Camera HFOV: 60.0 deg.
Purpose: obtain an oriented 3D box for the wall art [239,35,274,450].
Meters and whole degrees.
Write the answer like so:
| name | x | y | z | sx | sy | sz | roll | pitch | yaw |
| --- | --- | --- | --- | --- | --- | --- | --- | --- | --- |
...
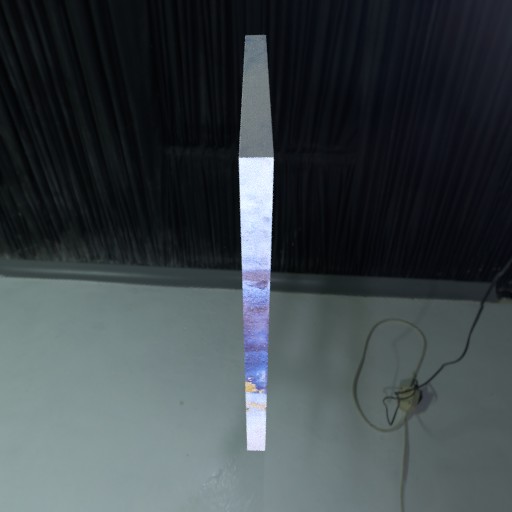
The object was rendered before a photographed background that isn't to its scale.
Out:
| name | x | y | z | sx | sy | sz | roll | pitch | yaw |
| --- | --- | --- | --- | --- | --- | --- | --- | --- | --- |
| wall art | 0.000 | 0.000 | 1.115 | 0.048 | 0.874 | 0.583 | 0 | 41 | 0 |
